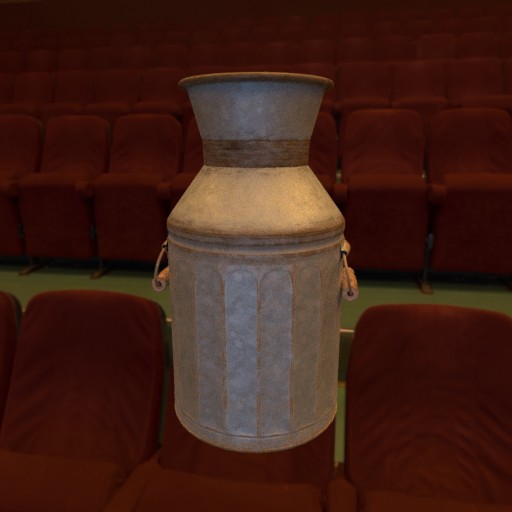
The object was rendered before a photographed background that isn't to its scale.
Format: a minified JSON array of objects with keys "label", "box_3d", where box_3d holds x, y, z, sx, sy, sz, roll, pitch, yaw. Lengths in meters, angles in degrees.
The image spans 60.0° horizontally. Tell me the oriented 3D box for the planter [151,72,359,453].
[{"label":"planter","box_3d":[0.000,0.000,0.541,0.245,0.396,0.214,2,15,8]}]
